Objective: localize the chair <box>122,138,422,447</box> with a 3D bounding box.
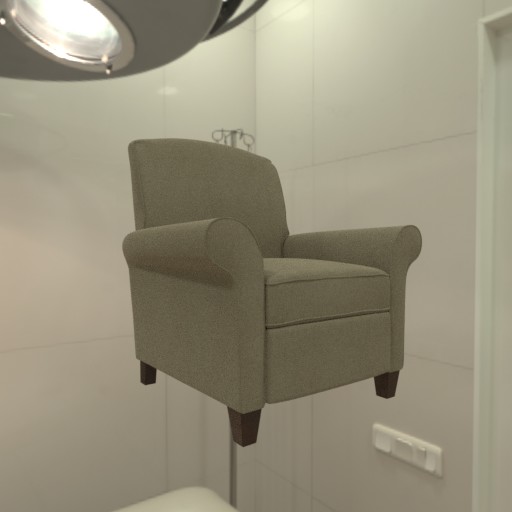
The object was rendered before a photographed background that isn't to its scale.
[{"bbox_3d":[0.000,0.000,1.785,0.978,1.061,0.905,-1,2,-37],"label":"chair"}]
